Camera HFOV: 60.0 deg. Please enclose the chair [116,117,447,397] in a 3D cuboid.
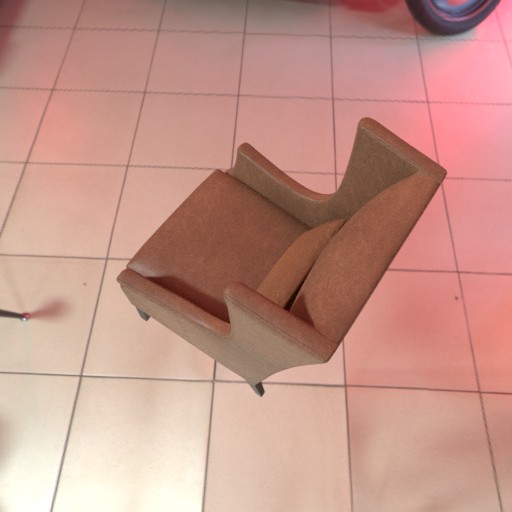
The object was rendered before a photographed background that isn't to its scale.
[{"bbox_3d":[0.000,0.000,1.748,0.913,1.088,0.815,32,67,16],"label":"chair"}]
